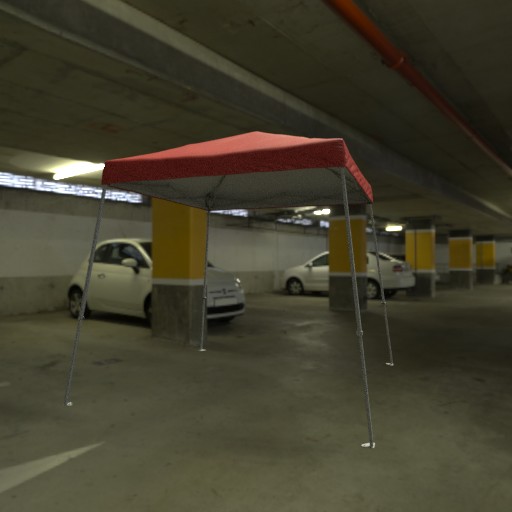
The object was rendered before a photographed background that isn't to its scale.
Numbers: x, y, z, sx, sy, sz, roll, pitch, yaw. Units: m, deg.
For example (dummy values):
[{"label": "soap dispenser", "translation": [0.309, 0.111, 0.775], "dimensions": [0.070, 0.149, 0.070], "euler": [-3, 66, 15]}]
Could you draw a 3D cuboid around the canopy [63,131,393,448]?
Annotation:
[{"label": "canopy", "translation": [0.000, 0.000, 5.056], "dimensions": [2.848, 2.849, 2.849], "euler": [0, -1, 20]}]
